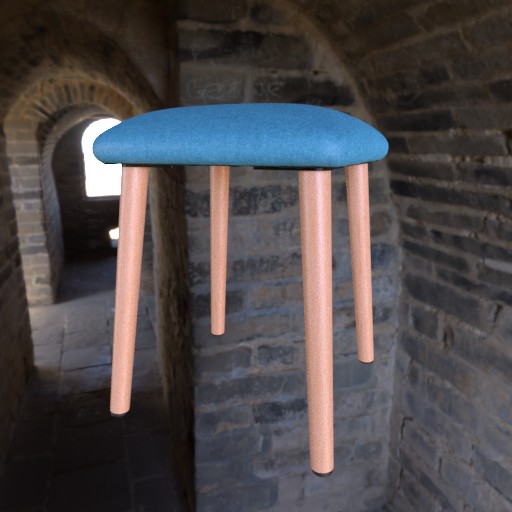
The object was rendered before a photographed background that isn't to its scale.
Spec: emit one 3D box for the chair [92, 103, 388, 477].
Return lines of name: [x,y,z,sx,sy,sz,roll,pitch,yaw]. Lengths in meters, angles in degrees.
chair: [0.000,0.000,0.704,0.360,0.450,0.360,6,15,23]
